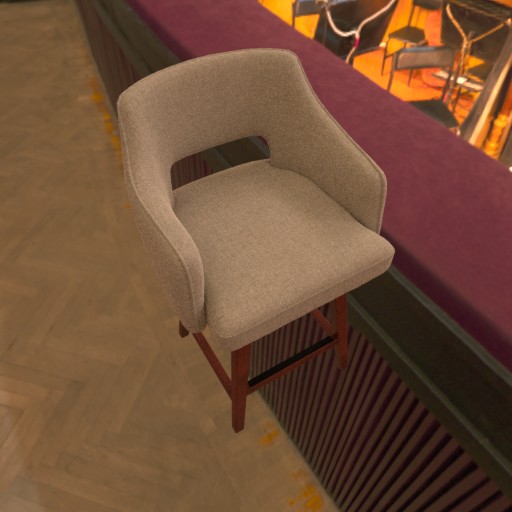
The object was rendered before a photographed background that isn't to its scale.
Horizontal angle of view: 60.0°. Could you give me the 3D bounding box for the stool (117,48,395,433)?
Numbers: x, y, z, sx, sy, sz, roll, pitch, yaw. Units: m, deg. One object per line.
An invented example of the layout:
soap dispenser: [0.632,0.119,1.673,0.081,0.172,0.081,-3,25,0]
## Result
stool: [0.000,0.000,1.275,0.599,0.944,0.558,-24,52,-20]
